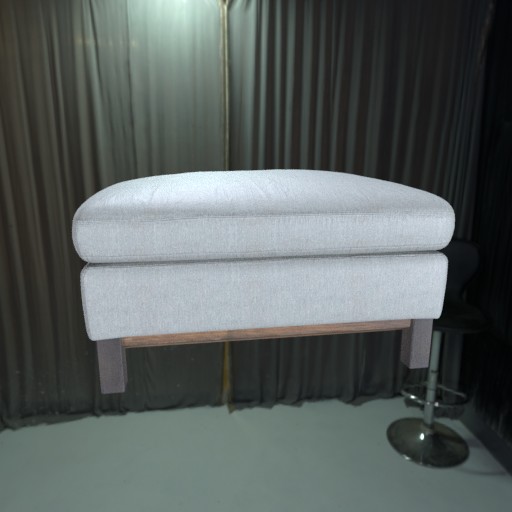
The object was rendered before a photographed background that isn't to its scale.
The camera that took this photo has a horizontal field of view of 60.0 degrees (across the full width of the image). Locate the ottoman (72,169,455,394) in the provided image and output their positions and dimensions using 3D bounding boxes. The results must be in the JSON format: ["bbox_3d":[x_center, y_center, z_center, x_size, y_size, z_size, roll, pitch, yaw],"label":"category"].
[{"bbox_3d":[0.000,0.000,1.069,0.735,0.404,0.528,-2,14,-9],"label":"ottoman"}]
